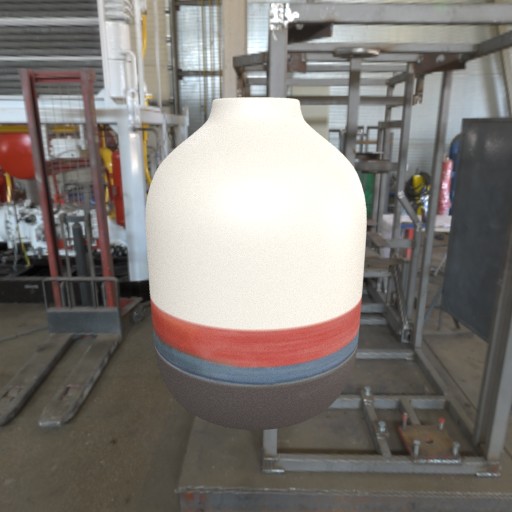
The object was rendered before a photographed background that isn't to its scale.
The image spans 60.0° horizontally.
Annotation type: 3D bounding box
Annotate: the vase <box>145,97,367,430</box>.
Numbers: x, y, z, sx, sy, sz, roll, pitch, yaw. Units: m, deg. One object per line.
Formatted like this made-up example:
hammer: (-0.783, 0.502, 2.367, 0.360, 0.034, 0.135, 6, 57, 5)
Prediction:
vase: (0.000, 0.000, 0.356, 0.169, 0.237, 0.169, 0, 16, 0)
